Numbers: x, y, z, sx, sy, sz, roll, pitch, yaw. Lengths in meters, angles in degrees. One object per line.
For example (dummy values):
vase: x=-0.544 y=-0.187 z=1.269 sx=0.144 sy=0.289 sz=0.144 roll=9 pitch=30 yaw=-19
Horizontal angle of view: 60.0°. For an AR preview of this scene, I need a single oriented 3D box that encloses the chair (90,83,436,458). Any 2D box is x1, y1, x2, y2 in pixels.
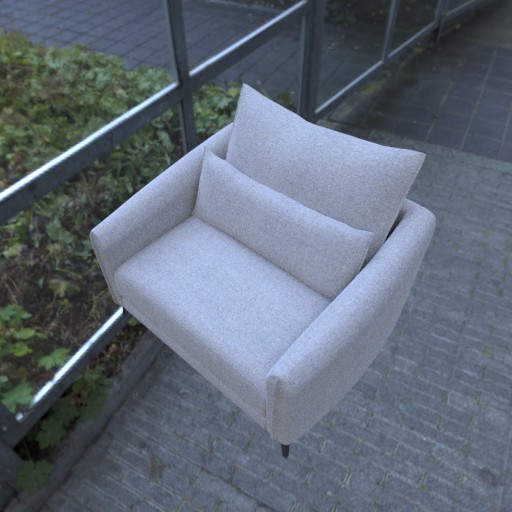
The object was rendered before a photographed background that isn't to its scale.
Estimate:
chair: x=0.000 y=0.000 z=1.649 sx=1.029 sy=0.856 sz=0.801 roll=32 pitch=54 yaw=27
